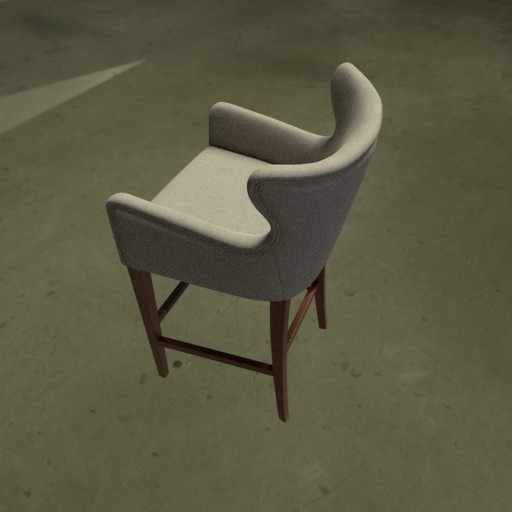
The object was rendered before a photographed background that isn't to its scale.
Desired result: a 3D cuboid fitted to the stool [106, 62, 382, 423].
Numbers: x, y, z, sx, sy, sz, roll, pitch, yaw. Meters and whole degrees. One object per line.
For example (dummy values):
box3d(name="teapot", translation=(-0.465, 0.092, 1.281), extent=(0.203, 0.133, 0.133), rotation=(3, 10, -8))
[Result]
box3d(name="stool", translation=(0.000, 0.000, 1.387), extent=(0.575, 1.047, 0.575), rotation=(18, 48, 17))
